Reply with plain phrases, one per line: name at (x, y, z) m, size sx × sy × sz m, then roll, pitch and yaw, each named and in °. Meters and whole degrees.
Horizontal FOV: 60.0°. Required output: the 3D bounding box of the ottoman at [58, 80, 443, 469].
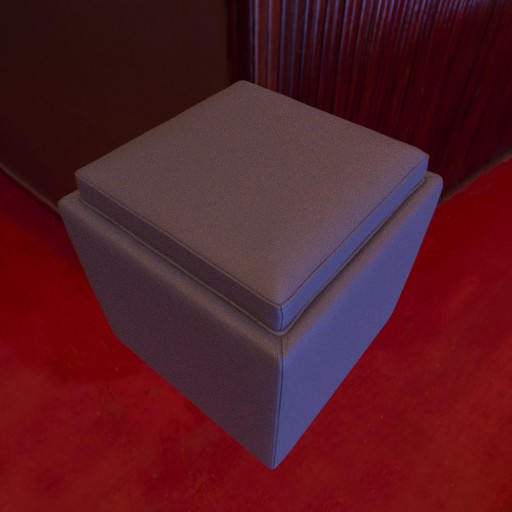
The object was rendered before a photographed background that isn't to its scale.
ottoman at (0.000, 0.000, 0.807) m, size 0.451 × 0.460 × 0.450 m, roll 31°, pitch 55°, yaw 25°
